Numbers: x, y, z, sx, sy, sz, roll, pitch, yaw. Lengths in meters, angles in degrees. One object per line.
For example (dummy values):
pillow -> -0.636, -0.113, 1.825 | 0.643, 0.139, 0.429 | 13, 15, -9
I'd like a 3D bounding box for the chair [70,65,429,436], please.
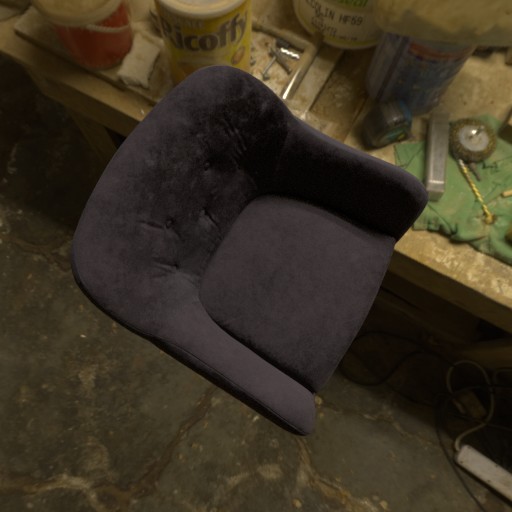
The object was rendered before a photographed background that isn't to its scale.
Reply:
chair -> 0.000, 0.000, 1.485 | 0.819, 0.807, 0.840 | 29, 77, 8
